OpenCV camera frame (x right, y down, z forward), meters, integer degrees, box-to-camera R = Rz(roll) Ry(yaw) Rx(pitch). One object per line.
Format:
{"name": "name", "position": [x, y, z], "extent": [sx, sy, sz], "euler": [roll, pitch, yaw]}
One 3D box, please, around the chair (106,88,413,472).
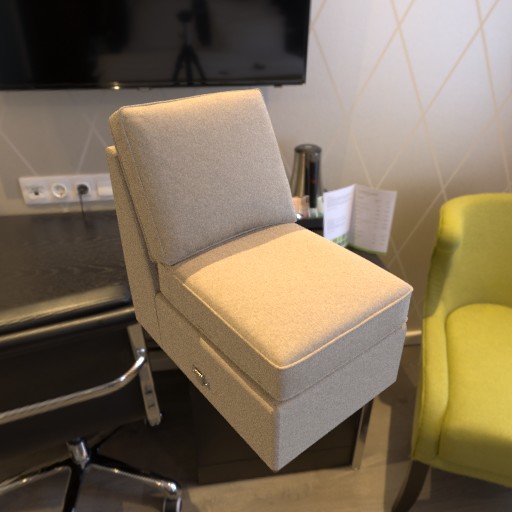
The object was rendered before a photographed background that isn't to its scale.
{"name": "chair", "position": [0.000, 0.000, 1.683], "extent": [0.674, 1.058, 1.020], "euler": [-22, 37, -32]}
